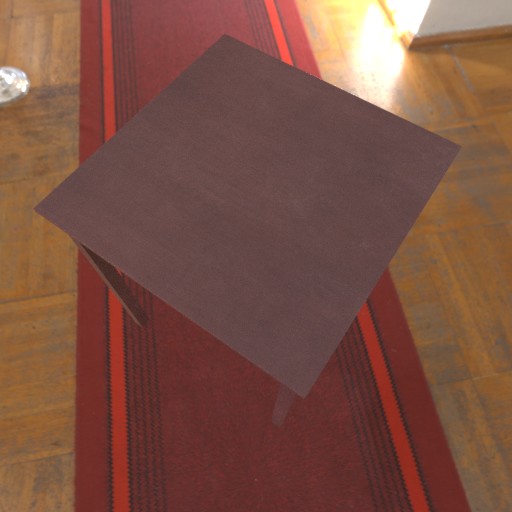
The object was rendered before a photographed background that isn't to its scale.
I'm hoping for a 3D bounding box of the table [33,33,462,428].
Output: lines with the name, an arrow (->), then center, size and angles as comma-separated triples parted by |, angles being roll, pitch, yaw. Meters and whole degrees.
table -> 0.000, 0.000, 1.682 | 0.861, 0.991, 0.861 | 32, 68, 15
